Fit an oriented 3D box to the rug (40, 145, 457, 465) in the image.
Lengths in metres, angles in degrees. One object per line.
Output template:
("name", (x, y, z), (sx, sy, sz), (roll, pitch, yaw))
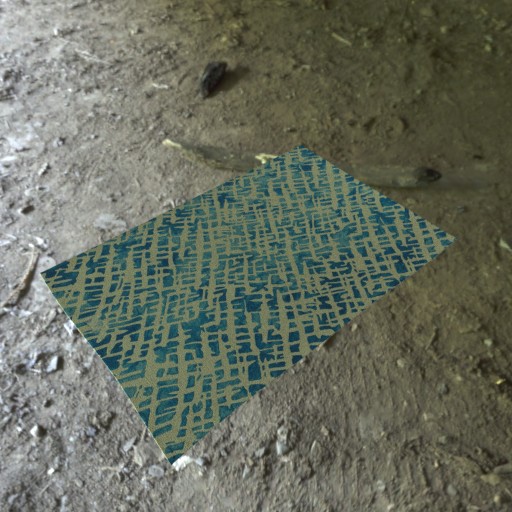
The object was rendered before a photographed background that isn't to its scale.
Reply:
("rug", (0.000, 0.000, 2.310), (1.830, 0.011, 1.209), (-31, 54, -26))
